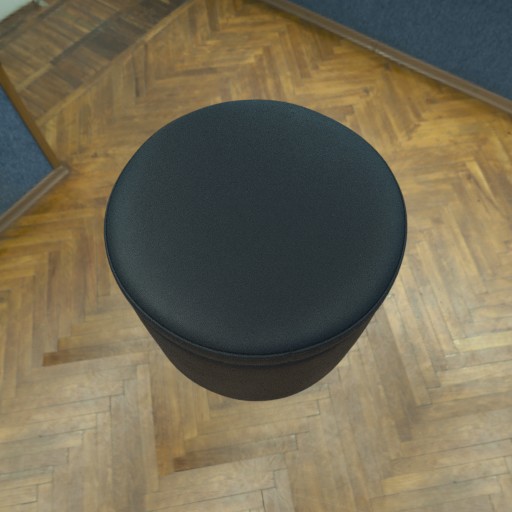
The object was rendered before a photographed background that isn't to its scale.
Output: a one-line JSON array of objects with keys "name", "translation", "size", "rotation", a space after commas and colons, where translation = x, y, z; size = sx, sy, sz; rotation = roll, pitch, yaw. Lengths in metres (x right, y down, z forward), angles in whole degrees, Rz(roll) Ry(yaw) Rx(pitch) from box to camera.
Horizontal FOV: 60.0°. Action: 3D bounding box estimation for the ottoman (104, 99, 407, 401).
[{"name": "ottoman", "translation": [0.000, 0.000, 0.882], "size": [0.501, 0.409, 0.501], "rotation": [0, 63, 0]}]
